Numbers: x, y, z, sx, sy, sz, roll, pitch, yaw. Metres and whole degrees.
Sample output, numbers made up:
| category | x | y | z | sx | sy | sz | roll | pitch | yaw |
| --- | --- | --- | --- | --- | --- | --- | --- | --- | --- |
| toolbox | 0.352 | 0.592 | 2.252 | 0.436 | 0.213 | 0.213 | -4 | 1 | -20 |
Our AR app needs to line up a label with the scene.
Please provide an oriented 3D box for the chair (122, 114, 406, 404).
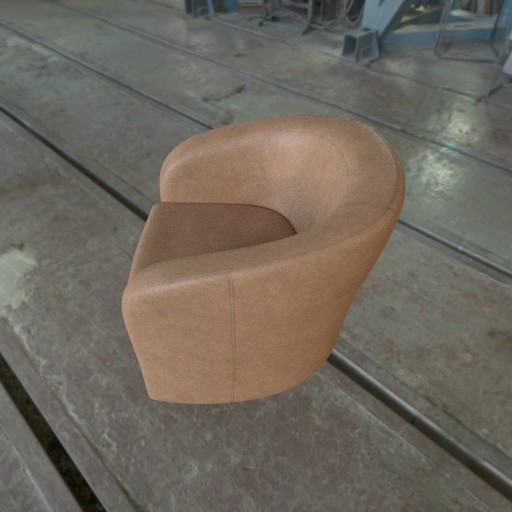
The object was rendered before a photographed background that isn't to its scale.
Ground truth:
| category | x | y | z | sx | sy | sz | roll | pitch | yaw |
| --- | --- | --- | --- | --- | --- | --- | --- | --- | --- |
| chair | 0.000 | 0.000 | 1.491 | 0.815 | 0.771 | 0.791 | 0 | 42 | 0 |
